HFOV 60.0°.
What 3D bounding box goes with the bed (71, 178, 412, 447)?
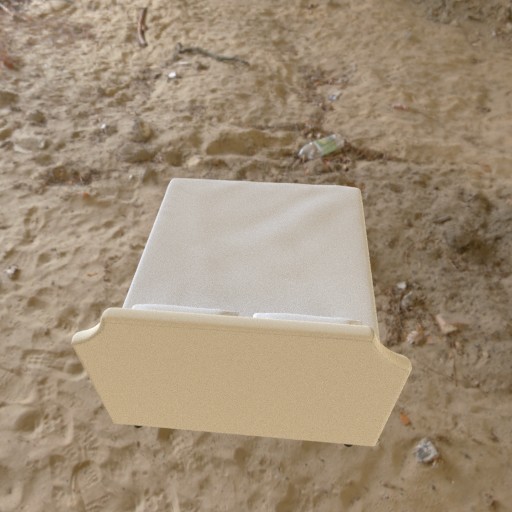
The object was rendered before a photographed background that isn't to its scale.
[{"bbox_3d":[0.000,0.000,4.133,2.350,1.590,2.773,4,46,4],"label":"bed"}]
